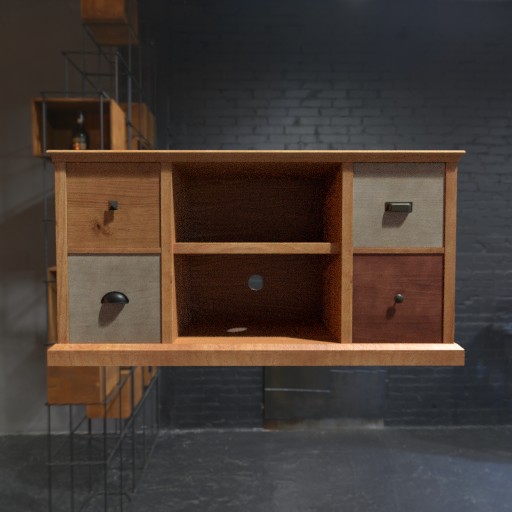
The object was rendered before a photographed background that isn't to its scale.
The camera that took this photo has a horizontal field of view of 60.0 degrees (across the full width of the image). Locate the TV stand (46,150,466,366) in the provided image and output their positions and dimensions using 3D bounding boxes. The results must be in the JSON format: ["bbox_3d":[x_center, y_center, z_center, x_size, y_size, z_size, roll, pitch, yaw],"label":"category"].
[{"bbox_3d":[0.000,0.000,1.453,1.181,0.607,0.417,0,2,0],"label":"TV stand"}]
